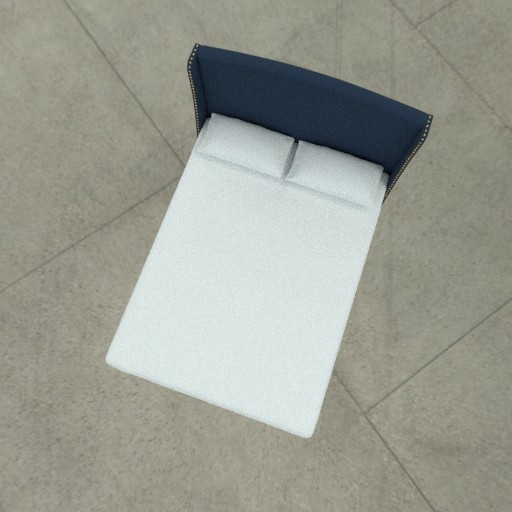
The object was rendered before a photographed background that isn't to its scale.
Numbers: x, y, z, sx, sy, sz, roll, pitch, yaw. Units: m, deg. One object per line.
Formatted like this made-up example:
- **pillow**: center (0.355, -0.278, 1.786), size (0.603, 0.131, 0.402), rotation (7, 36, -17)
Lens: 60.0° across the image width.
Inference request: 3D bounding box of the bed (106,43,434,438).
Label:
- **bed**: center (0.000, 0.000, 3.179), size (1.604, 1.402, 2.223), rotation (19, 77, 5)
